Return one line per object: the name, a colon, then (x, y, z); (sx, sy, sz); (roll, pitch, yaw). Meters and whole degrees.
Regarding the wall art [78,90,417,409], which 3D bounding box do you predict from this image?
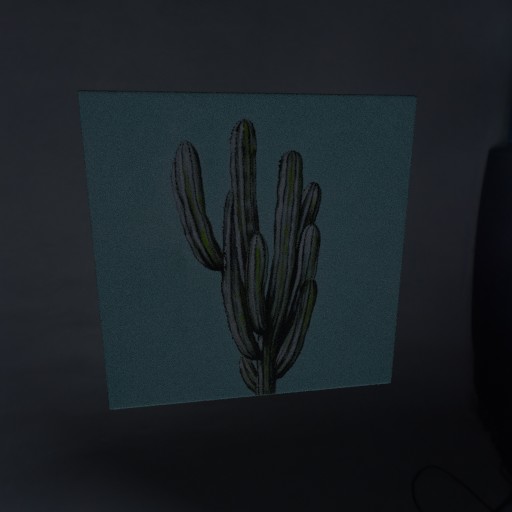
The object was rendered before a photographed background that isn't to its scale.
wall art: (0.000, 0.000, 1.555); (1.071, 1.073, 0.070); (-3, 16, -9)
